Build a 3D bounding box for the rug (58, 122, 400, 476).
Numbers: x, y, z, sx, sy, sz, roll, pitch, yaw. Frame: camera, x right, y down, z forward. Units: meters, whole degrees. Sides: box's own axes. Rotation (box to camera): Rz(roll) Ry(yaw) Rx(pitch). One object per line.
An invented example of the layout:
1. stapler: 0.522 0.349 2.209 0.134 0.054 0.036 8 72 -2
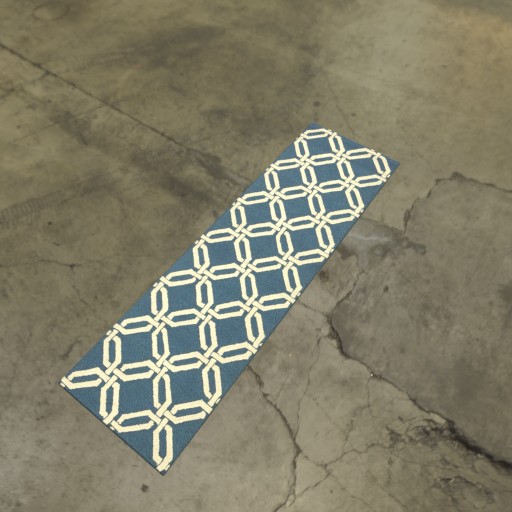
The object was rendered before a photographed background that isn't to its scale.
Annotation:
1. rug: 0.000 0.000 2.498 0.678 0.014 2.276 31 62 19
